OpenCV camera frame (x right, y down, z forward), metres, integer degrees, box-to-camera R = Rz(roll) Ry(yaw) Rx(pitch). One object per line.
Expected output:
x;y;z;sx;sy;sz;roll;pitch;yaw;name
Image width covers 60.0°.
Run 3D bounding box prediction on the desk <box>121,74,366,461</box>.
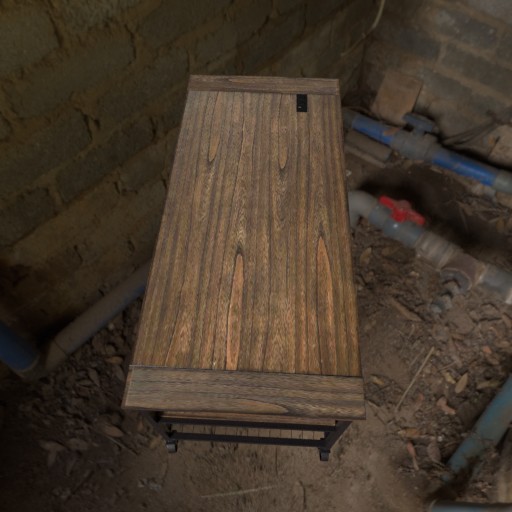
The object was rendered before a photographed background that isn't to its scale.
0.000;0.000;2.012;0.711;0.751;1.590;2;58;2;desk
